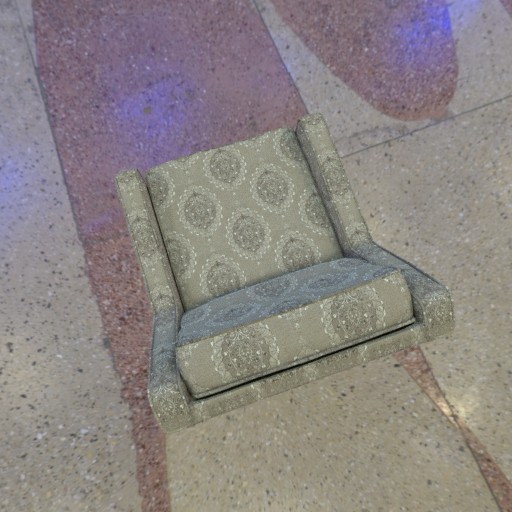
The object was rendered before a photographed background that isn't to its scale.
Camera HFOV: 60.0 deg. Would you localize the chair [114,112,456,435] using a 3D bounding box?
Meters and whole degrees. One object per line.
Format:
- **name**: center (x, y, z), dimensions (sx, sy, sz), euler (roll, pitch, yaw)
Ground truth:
- **chair**: center (0.000, 0.000, 1.314), dimensions (0.665, 0.797, 0.750), euler (-18, 76, -5)
